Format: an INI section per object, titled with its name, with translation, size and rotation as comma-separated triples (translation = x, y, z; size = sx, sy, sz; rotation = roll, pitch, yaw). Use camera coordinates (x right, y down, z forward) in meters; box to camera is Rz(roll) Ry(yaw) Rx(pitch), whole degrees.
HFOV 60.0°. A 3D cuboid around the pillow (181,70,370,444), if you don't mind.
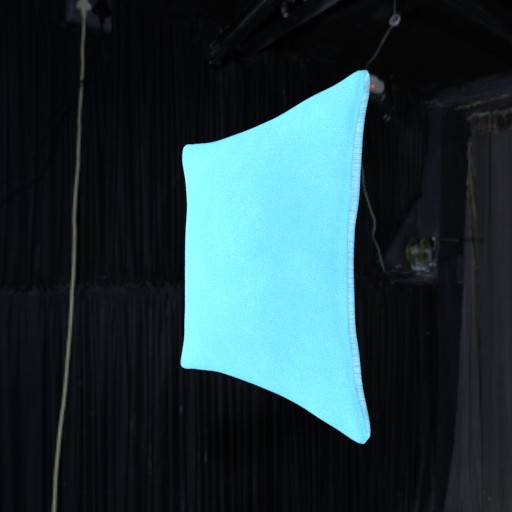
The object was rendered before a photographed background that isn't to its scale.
[pillow]
translation = 0.000, 0.000, 0.663
size = 0.151, 0.415, 0.433
rotation = 0, 0, -37
